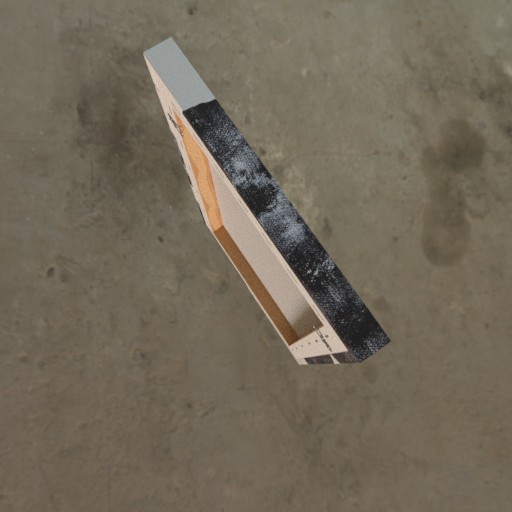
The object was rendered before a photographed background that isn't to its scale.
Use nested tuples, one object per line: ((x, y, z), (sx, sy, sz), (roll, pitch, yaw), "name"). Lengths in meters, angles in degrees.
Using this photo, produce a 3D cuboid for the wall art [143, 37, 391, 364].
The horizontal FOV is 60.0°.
((0.000, 0.000, 0.755), (0.039, 0.610, 0.407), (-33, 78, -8), "wall art")
